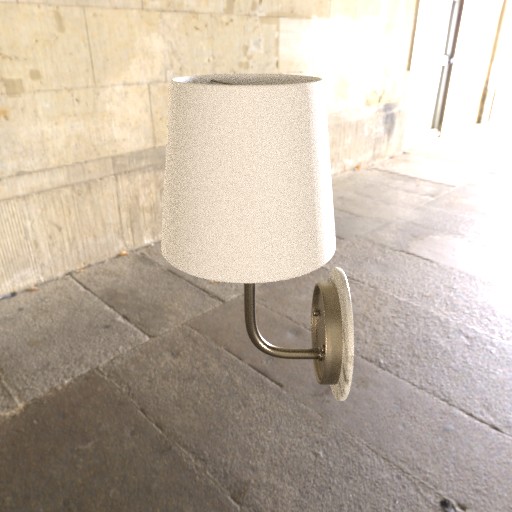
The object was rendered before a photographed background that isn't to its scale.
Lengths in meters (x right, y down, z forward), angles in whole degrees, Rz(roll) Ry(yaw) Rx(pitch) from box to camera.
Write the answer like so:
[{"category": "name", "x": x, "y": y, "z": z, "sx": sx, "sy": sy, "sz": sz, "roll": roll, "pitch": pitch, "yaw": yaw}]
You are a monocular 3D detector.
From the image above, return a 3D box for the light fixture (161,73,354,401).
[{"category": "light fixture", "x": 0.000, "y": 0.000, "z": 0.453, "sx": 0.188, "sy": 0.337, "sz": 0.168, "roll": 0, "pitch": 26, "yaw": 0}]
